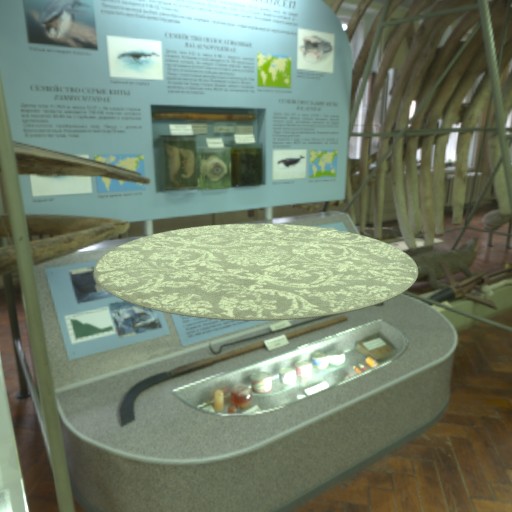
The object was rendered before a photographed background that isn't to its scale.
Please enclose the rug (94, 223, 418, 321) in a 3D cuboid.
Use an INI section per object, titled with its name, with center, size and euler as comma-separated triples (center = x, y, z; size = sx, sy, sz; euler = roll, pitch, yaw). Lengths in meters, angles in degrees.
[rug]
center = 0.000, 0.000, 2.306
size = 1.593, 0.012, 1.593
euler = 0, 16, 0
